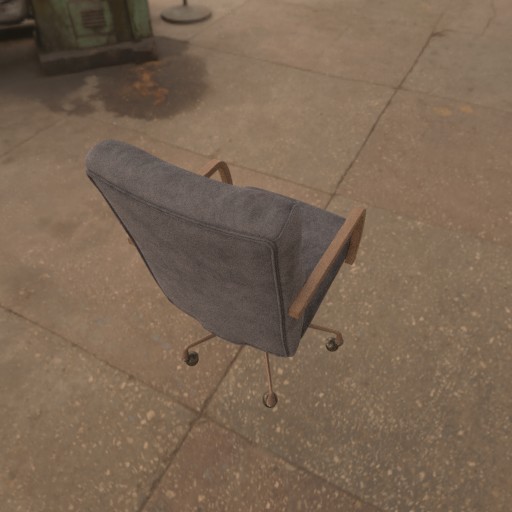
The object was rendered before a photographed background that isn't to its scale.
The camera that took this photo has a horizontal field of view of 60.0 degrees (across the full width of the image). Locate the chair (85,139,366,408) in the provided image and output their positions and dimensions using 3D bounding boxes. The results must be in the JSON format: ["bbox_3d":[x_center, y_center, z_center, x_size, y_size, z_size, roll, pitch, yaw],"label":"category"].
[{"bbox_3d":[0.000,0.000,1.444,0.640,1.029,0.741,22,50,20],"label":"chair"}]
